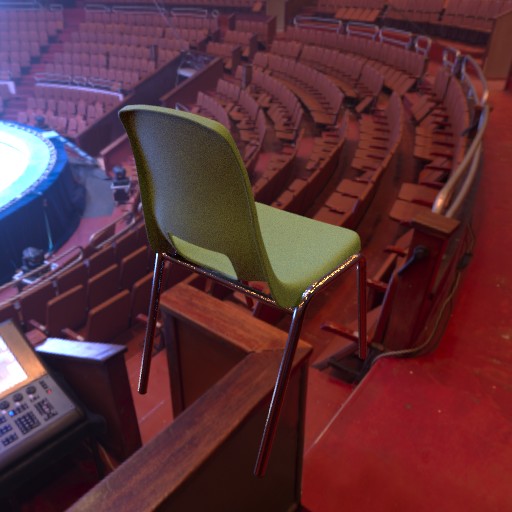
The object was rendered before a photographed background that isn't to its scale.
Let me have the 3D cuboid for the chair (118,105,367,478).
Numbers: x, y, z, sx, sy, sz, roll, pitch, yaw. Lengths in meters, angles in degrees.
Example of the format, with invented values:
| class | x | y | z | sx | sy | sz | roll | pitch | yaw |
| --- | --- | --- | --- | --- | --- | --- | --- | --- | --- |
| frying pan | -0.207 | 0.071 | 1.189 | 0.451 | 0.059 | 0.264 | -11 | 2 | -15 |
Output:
| class | x | y | z | sx | sy | sz | roll | pitch | yaw |
| --- | --- | --- | --- | --- | --- | --- | --- | --- | --- |
| chair | 0.000 | 0.000 | 0.914 | 0.381 | 0.653 | 0.436 | 21 | 35 | 32 |
